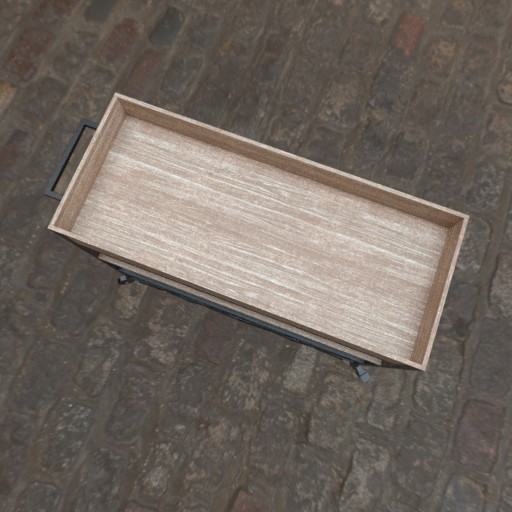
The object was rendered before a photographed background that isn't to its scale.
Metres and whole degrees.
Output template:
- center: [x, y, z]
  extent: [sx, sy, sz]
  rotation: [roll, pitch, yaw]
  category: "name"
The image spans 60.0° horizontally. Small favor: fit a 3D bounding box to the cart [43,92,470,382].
- center: [0.000, 0.000, 1.475]
  extent: [1.101, 0.787, 0.500]
  rotation: [20, 78, 4]
  category: "cart"
